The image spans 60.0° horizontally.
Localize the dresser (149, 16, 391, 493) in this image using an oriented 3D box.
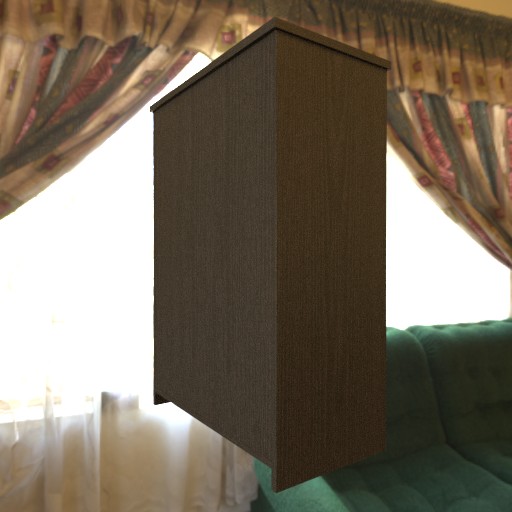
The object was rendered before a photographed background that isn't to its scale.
[{"bbox_3d":[0.000,0.000,1.344,0.399,1.020,0.704,0,0,-35],"label":"dresser"}]
